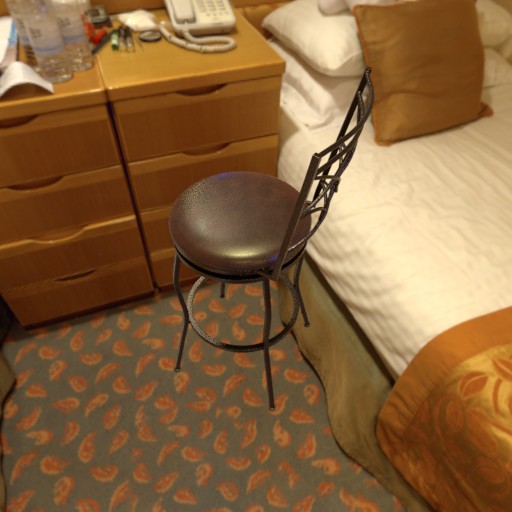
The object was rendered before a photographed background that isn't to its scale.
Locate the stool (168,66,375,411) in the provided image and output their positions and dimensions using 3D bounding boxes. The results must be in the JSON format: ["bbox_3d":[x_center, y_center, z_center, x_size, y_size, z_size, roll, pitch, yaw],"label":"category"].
[{"bbox_3d":[0.000,0.000,1.421,0.534,1.117,0.434,17,48,16],"label":"stool"}]
